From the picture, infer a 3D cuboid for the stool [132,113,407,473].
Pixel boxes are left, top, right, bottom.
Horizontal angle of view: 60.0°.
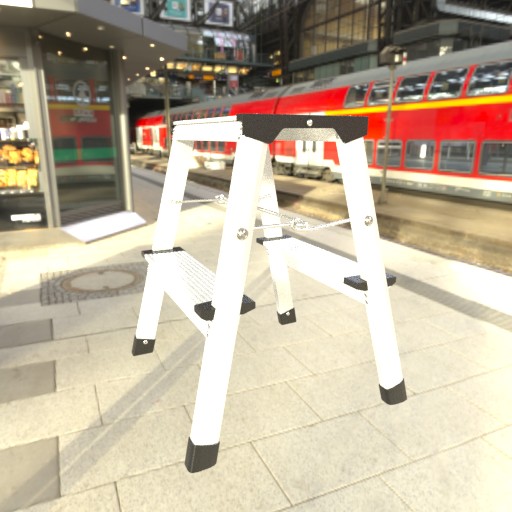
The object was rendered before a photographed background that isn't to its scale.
[{"bbox_3d":[0.000,0.000,0.809,0.405,0.480,0.404,-7,17,-25],"label":"stool"}]
